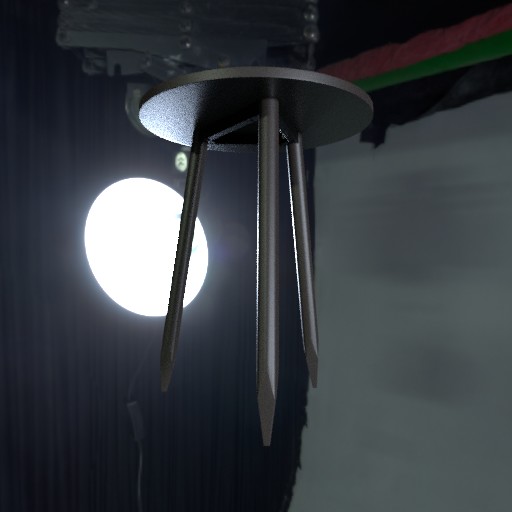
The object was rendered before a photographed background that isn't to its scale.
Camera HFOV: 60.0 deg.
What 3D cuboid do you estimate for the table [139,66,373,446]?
[{"bbox_3d":[0.000,0.000,0.891,0.457,0.585,0.457,0,-1,0],"label":"table"}]
